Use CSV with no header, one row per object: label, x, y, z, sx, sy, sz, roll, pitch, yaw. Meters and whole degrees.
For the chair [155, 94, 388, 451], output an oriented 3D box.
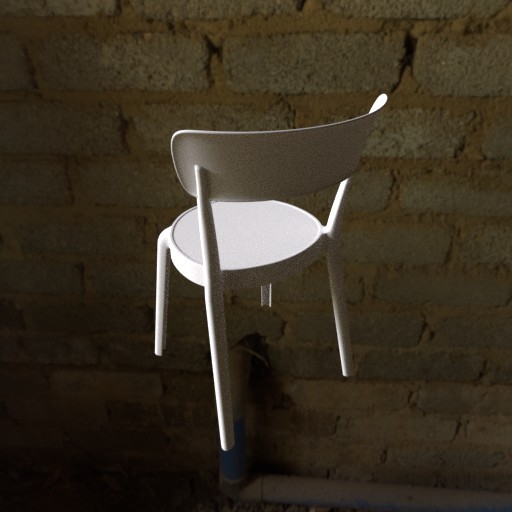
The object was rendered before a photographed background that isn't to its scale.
chair,0.000,0.000,1.139,0.506,0.790,0.491,-20,37,-29
